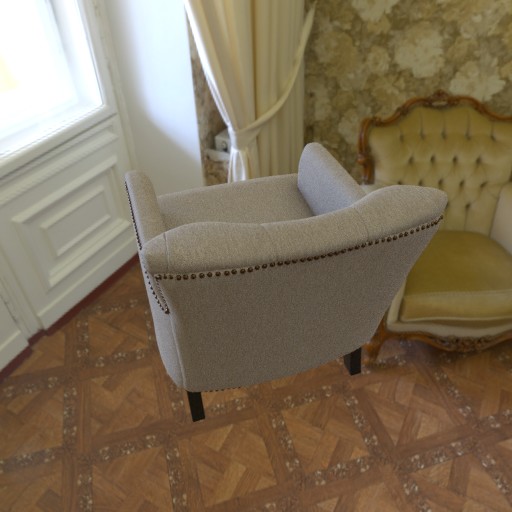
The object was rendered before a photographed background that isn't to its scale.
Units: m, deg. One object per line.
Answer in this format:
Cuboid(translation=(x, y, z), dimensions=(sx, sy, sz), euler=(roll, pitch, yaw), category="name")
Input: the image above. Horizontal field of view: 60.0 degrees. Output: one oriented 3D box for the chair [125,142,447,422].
Cuboid(translation=(0.000, 0.000, 1.468), dimensions=(0.737, 0.823, 0.902), euler=(-12, 42, -14), category="chair")
